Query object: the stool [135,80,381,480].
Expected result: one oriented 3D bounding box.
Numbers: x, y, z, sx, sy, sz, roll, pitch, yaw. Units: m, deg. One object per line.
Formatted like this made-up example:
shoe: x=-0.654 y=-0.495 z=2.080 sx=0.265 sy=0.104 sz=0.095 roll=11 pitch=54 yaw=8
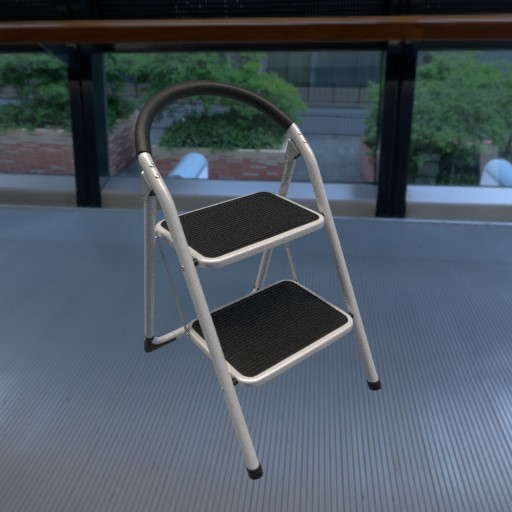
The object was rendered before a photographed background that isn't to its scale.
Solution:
stool: x=0.000 y=0.000 z=1.099 sx=0.453 sy=0.760 sz=0.559 roll=-21 pitch=36 yaw=-33
